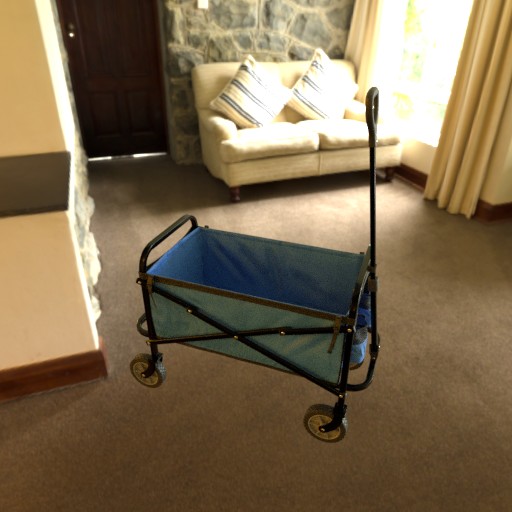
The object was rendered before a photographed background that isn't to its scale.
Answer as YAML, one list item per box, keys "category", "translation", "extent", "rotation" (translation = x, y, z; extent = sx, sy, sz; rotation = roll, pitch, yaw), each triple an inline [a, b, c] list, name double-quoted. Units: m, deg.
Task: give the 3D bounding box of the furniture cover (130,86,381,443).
- category: "furniture cover"
  translation: [0.000, 0.000, 1.745]
  extent: [1.038, 1.295, 0.532]
  rotation: [11, 31, 18]
